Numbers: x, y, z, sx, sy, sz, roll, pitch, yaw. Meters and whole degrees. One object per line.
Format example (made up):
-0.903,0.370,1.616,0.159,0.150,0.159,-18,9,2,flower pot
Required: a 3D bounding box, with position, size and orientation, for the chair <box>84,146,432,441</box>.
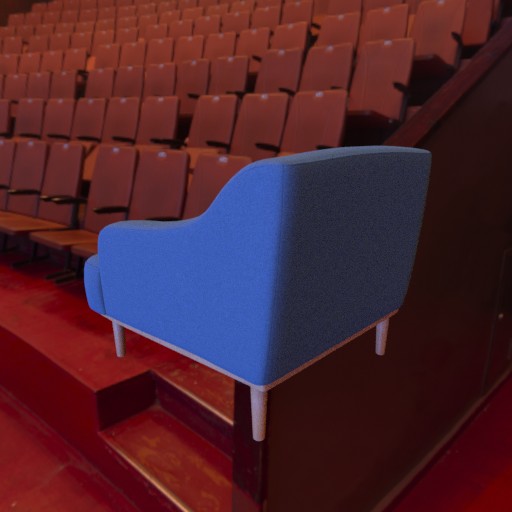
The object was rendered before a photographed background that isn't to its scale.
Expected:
0.000,0.000,1.665,0.951,0.818,0.946,15,21,42,chair
